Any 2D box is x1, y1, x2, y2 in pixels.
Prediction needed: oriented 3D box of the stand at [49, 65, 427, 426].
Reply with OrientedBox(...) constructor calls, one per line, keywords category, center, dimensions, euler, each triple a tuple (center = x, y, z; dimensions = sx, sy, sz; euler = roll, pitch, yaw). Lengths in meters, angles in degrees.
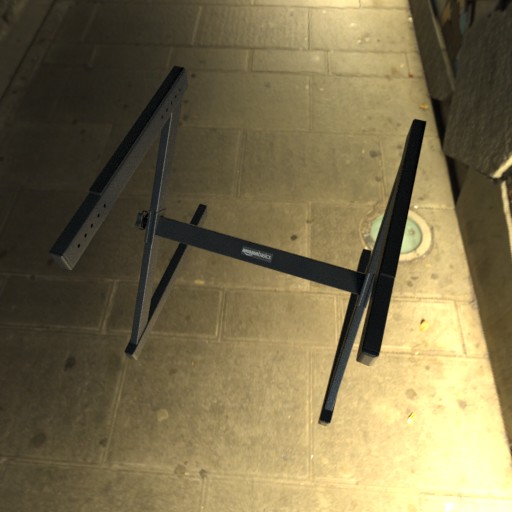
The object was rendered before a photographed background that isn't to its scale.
OrientedBox(category="stand", center=(0.000, 0.000, 1.177), dimensions=(0.700, 0.617, 0.586), euler=(16, 60, 10))
